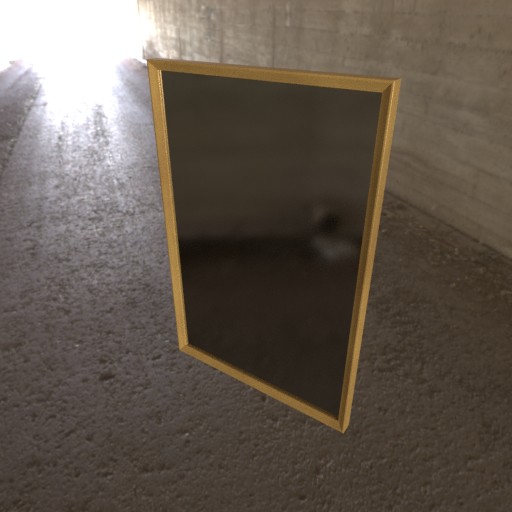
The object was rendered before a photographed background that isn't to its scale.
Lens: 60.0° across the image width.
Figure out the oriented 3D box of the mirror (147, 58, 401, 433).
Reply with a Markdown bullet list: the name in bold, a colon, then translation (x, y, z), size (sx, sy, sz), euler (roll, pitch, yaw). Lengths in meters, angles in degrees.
- **mirror**: translation (0.000, 0.000, 1.159), size (0.609, 0.915, 0.041), euler (18, 35, 29)
